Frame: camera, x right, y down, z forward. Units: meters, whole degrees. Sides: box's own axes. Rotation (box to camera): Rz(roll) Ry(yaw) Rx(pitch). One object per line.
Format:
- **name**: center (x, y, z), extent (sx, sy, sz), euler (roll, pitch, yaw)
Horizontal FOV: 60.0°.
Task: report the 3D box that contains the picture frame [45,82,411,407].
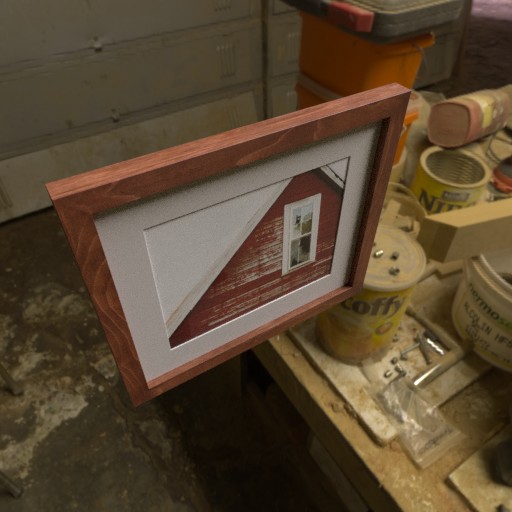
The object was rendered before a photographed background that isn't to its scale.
- **picture frame**: center (0.000, 0.000, 0.533), extent (0.381, 0.330, 0.025), euler (-23, 48, -22)
